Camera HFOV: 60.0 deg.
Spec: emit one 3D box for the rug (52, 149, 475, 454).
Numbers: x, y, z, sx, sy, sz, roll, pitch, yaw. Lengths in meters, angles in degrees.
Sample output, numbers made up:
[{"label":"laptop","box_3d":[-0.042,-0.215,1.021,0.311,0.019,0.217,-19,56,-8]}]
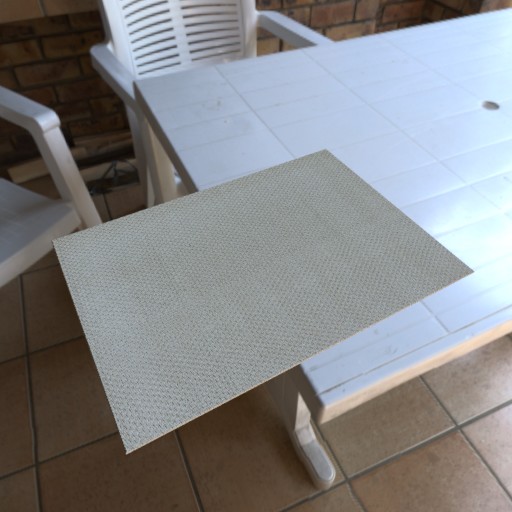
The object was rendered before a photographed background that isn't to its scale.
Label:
[{"label":"rug","box_3d":[0.000,0.000,2.737,2.144,0.013,1.509,-22,50,-20]}]
